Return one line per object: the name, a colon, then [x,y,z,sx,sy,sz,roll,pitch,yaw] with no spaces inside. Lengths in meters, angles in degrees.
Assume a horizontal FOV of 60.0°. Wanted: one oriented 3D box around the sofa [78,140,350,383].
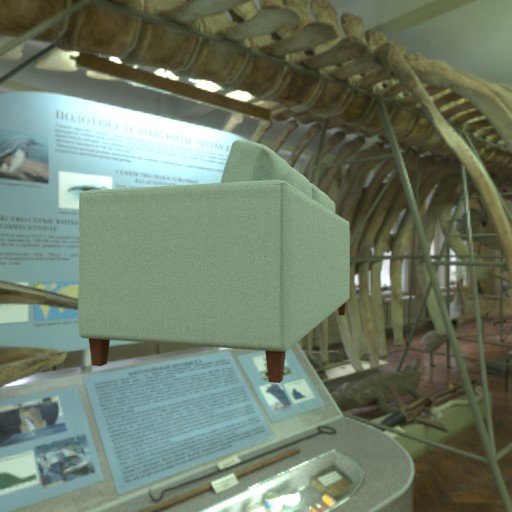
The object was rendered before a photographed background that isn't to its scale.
sofa: [0.000,0.000,2.798,0.951,0.965,2.208,0,0,18]
